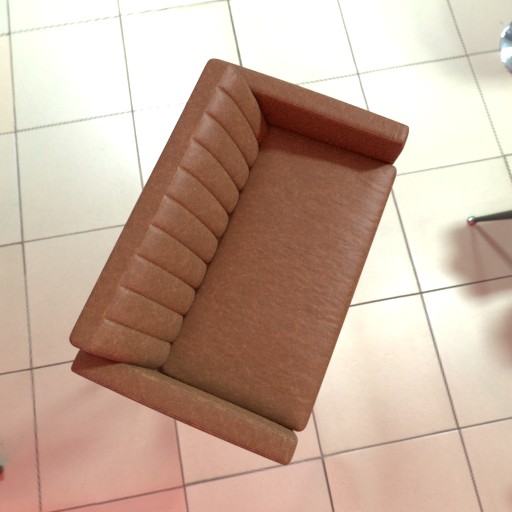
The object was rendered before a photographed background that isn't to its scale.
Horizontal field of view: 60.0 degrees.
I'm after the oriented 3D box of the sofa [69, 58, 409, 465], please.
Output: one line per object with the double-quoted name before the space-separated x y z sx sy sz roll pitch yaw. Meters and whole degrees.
"sofa" 0.000 0.000 2.085 0.960 0.820 1.549 22 77 5
